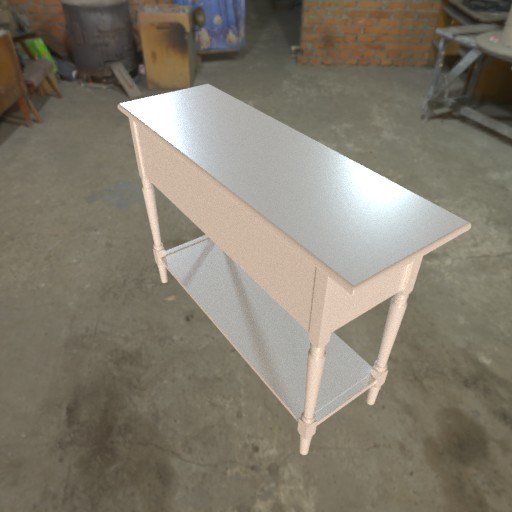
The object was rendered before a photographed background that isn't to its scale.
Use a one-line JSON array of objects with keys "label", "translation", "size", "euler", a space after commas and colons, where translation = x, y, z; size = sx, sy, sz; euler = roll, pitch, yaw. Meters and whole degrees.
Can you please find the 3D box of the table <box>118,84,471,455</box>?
[{"label": "table", "translation": [0.000, 0.000, 1.572], "size": [0.386, 0.814, 1.191], "euler": [-24, 45, -27]}]
